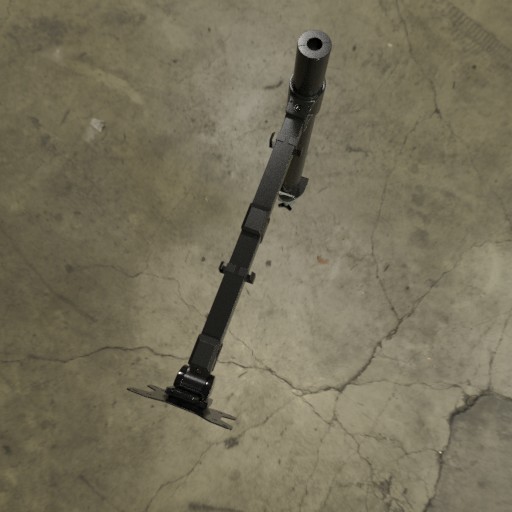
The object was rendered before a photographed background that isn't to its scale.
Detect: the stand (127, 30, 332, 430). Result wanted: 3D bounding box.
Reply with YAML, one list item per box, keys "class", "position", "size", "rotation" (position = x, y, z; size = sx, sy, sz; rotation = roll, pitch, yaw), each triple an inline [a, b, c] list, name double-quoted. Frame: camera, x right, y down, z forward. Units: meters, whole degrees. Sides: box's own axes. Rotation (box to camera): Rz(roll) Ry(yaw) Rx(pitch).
- class: "stand"
  position: [0.000, 0.000, 0.704]
  size: [0.115, 0.510, 0.456]
  rotation: [19, 76, 5]
